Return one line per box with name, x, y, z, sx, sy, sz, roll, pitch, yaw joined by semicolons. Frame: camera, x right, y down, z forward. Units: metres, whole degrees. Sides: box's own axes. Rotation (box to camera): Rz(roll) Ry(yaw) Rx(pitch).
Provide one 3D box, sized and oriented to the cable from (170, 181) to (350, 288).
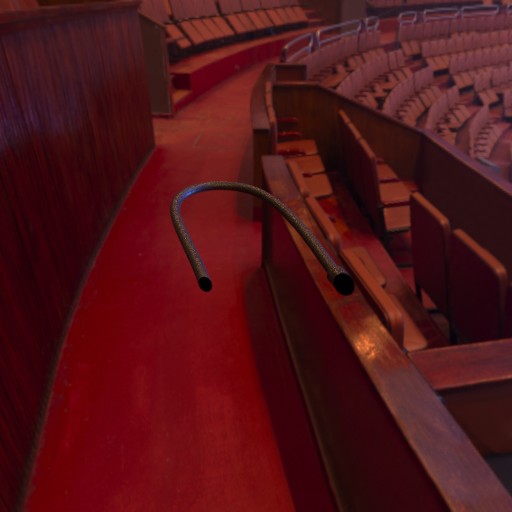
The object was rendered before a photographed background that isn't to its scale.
cable;0.000;0.000;0.111;0.041;0.005;0.098;-10;33;-15
